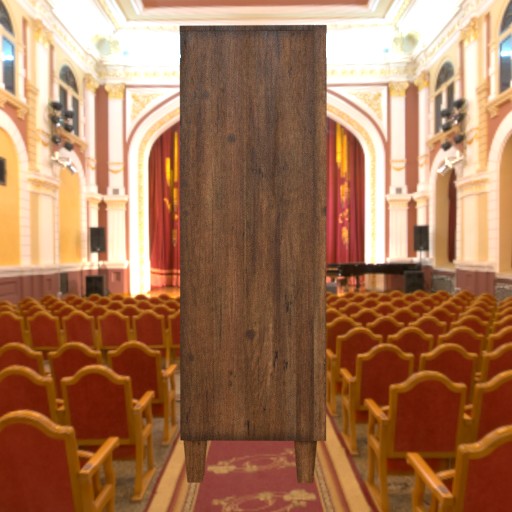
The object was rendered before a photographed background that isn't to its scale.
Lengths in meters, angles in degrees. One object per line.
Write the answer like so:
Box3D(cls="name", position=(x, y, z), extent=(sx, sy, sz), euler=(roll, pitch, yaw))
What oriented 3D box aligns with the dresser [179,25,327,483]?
Box3D(cls="dresser", position=(0.000, 0.000, 1.834), extent=(0.438, 1.359, 1.067), euler=(0, 1, 1))
